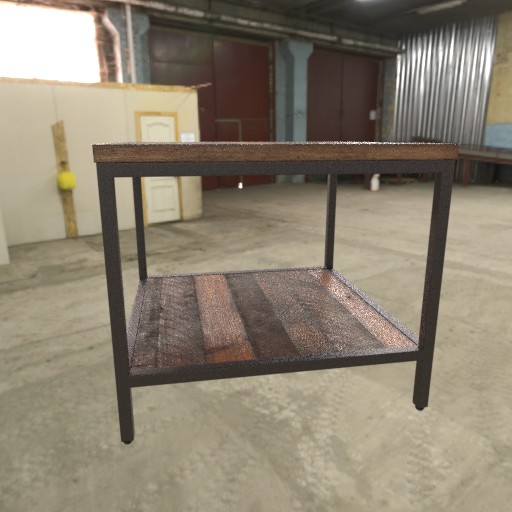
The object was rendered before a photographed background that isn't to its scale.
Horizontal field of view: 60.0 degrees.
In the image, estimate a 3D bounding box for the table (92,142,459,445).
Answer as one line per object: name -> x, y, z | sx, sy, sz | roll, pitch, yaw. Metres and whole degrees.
table -> 0.000, 0.000, 0.972 | 0.553, 0.482, 0.548 | -3, 15, -10
